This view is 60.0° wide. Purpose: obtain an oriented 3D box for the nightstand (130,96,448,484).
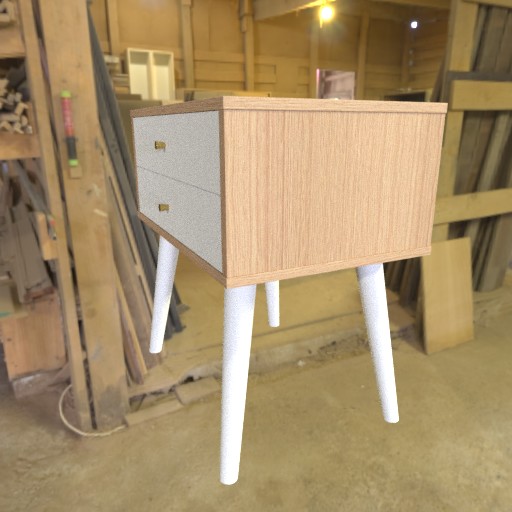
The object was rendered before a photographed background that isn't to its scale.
[{"bbox_3d":[0.000,0.000,0.958,0.407,0.610,0.571,-8,18,-25],"label":"nightstand"}]
